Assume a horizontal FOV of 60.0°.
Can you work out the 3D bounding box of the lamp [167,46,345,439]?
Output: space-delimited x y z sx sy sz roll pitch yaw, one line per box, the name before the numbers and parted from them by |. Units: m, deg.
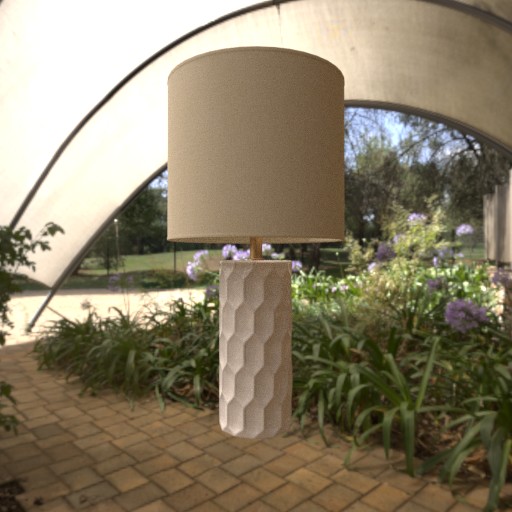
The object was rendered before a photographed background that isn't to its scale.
lamp | 0.000 0.000 0.704 0.277 0.537 0.277 0 0 17
